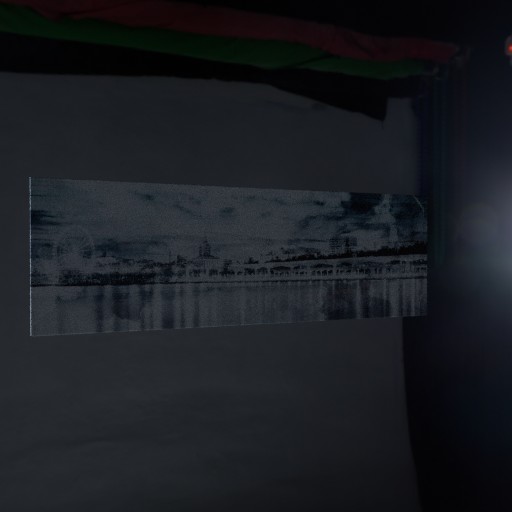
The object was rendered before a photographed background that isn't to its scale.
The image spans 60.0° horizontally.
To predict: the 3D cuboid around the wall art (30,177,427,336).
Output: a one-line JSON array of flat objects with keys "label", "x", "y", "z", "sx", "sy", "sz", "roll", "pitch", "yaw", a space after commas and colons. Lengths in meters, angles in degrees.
[{"label": "wall art", "x": 0.000, "y": 0.000, "z": 1.666, "sx": 1.524, "sy": 0.509, "sz": 0.037, "roll": 0, "pitch": 1, "yaw": -18}]
